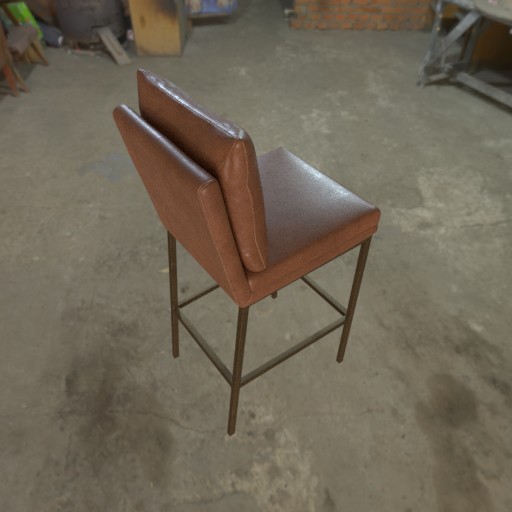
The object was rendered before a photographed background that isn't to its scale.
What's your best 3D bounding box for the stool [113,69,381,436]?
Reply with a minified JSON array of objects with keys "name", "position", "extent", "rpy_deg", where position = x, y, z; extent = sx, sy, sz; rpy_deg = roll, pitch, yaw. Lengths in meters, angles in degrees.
[{"name":"stool","position":[0.000,0.000,1.411],"extent":[0.571,1.124,0.463],"rpy_deg":[-27,49,-26]}]
